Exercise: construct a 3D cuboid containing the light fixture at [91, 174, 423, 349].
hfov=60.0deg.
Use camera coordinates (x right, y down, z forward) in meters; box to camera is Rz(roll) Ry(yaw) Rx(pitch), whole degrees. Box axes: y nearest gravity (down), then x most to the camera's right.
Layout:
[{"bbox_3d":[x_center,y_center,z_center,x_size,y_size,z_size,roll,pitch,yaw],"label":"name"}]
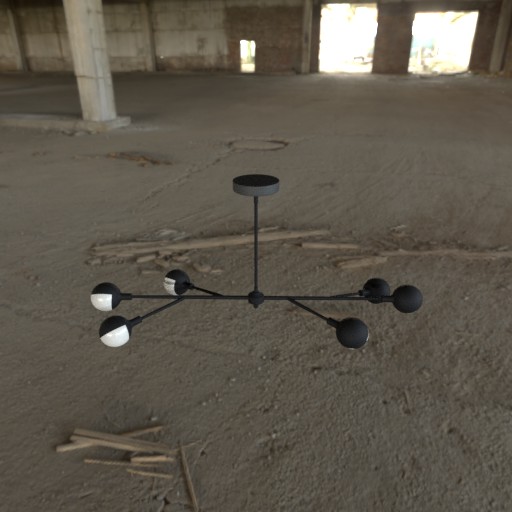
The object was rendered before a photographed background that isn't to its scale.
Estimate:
[{"bbox_3d":[0.000,0.000,1.034,0.778,0.362,0.434,7,26,15],"label":"light fixture"}]
